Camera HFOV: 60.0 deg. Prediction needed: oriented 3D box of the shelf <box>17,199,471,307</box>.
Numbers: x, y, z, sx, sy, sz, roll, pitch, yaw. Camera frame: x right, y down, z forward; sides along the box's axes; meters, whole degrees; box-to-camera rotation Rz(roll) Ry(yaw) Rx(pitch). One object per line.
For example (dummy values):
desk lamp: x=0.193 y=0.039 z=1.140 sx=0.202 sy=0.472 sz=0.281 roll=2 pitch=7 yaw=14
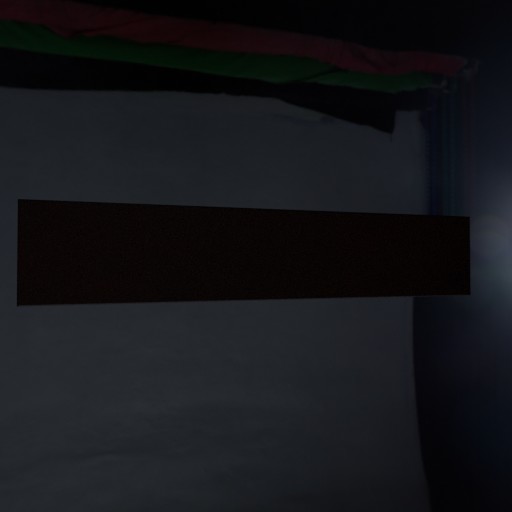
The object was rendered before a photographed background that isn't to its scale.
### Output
shelf: x=0.000 y=0.000 z=0.504 sx=0.457 sy=0.088 sz=0.152 roll=0 pitch=-1 yaw=-17
